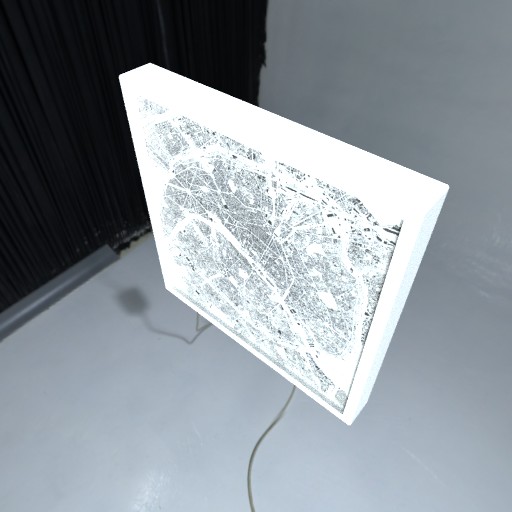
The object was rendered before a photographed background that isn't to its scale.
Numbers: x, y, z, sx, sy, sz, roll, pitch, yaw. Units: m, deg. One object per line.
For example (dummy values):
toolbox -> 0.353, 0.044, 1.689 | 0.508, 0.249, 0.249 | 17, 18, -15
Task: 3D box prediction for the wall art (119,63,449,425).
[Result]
wall art -> 0.000, 0.000, 0.459 | 0.305, 0.305, 0.038 | 31, 53, 27
